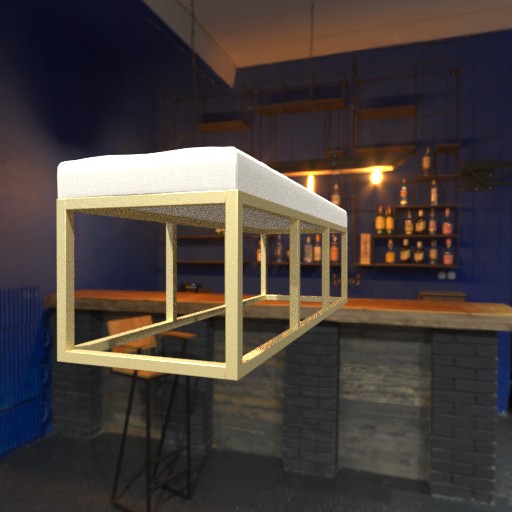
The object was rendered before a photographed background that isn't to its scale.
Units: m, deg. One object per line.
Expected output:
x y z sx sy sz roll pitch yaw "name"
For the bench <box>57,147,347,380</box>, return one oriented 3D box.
0.000 0.000 1.647 0.457 0.484 1.473 0 1 20 "bench"
